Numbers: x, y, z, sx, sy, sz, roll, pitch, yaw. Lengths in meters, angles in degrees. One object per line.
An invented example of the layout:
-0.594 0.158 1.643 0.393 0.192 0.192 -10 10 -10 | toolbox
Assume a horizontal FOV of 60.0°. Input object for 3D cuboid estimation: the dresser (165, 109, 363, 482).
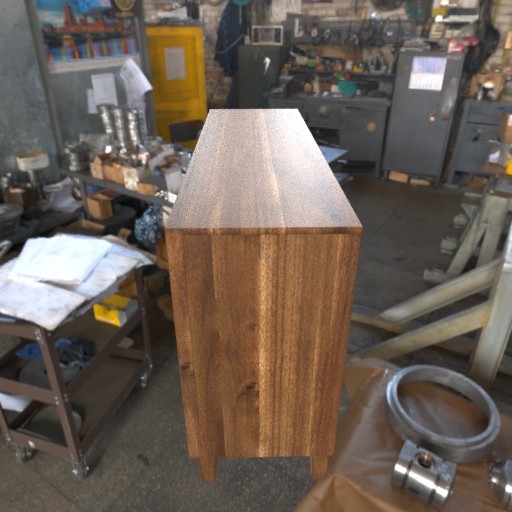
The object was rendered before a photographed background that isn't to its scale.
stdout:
0.000 0.000 1.783 0.438 0.892 1.387 -1 28 -1 | dresser
